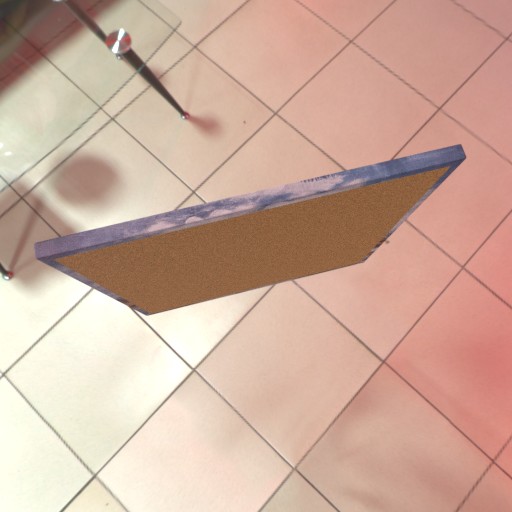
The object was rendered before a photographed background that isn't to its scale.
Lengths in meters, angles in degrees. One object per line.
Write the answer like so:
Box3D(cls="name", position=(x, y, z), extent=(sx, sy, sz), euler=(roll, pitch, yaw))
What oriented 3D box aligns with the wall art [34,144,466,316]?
Box3D(cls="wall art", position=(0.000, 0.000, 1.503), extent=(1.010, 1.020, 0.040), euler=(-14, 76, -4))
